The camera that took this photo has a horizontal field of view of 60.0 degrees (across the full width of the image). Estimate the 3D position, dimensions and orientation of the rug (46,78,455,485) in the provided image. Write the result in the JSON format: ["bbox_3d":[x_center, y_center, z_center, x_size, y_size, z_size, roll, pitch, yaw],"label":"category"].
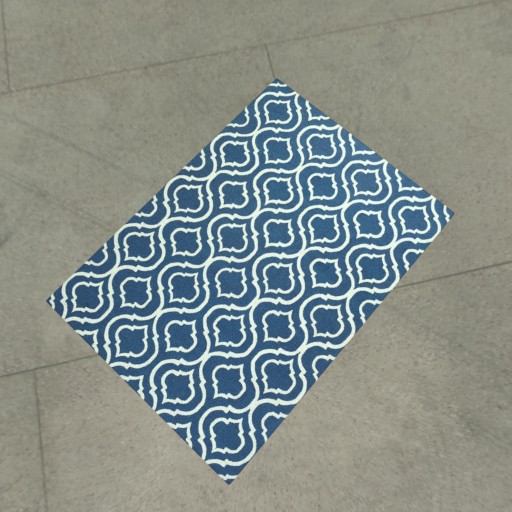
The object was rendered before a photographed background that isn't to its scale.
[{"bbox_3d":[0.000,0.000,2.771,1.524,0.010,2.134,41,78,10],"label":"rug"}]
